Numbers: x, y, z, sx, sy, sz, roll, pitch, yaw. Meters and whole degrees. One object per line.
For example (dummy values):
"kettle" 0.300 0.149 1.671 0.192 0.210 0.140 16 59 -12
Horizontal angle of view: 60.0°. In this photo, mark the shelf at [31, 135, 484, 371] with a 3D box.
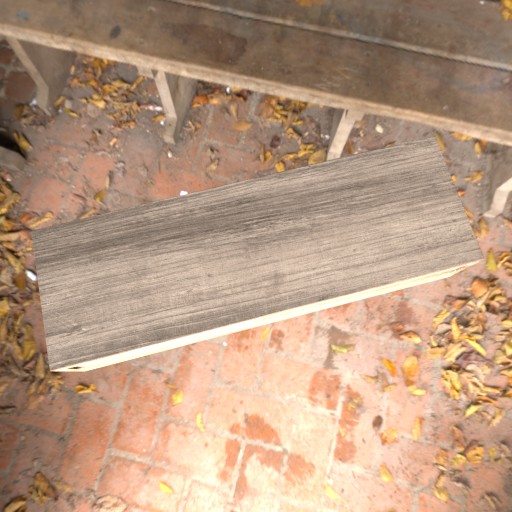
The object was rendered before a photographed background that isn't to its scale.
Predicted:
"shelf" 0.000 0.000 0.686 0.610 0.125 0.200 -14 76 -4
